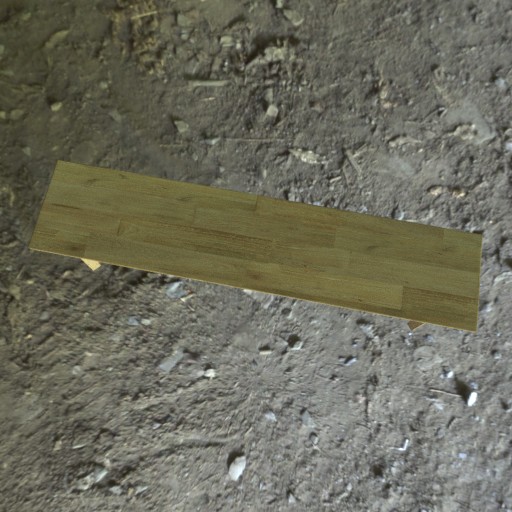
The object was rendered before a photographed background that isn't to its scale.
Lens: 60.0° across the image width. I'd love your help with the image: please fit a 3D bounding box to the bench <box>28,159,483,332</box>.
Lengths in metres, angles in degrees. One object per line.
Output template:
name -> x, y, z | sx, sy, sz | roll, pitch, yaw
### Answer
bench -> 0.000, 0.000, 1.900 | 1.698, 0.431, 0.378 | 10, 75, 3
